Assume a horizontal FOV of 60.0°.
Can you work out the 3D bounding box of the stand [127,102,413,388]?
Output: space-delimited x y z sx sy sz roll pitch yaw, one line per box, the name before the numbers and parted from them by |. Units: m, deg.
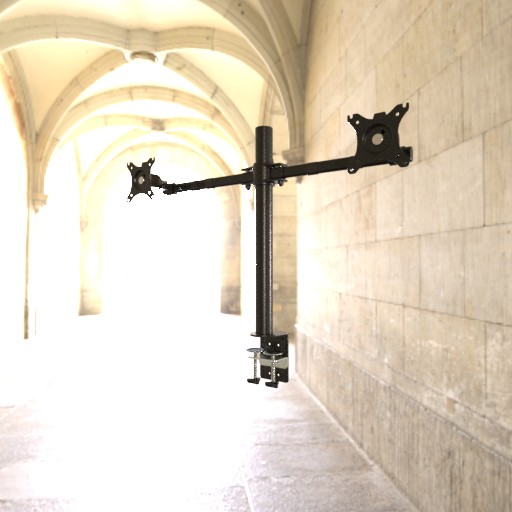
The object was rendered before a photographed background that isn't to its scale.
stand | 0.000 0.000 1.014 0.743 0.603 0.150 -1 -1 36
